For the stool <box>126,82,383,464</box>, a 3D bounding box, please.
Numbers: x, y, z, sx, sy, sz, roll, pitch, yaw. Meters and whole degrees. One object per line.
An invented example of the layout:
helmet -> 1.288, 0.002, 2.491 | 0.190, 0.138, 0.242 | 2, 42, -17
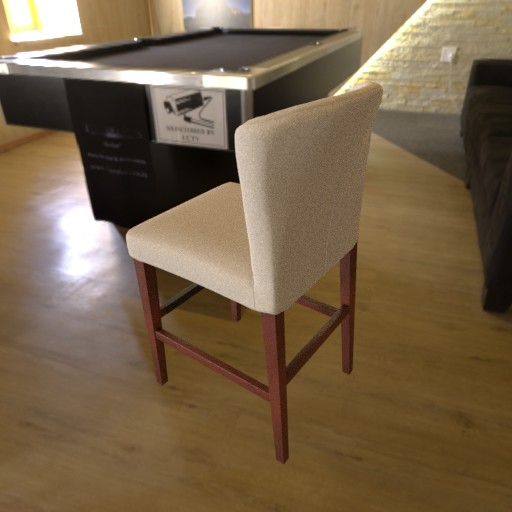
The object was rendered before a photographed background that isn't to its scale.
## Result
stool -> 0.000, 0.000, 1.271 | 0.568, 0.968, 0.479 | 20, 37, 30
